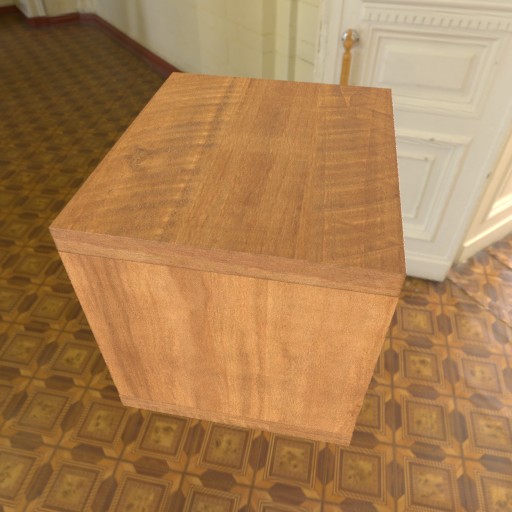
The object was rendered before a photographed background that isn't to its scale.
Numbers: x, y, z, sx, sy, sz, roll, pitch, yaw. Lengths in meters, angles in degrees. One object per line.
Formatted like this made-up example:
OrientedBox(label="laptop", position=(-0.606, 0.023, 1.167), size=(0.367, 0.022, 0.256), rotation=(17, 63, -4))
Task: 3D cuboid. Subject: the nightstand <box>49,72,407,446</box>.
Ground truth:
OrientedBox(label="nightstand", position=(0.000, 0.000, 0.863), size=(0.436, 0.491, 0.493), rotation=(7, 45, 7))
